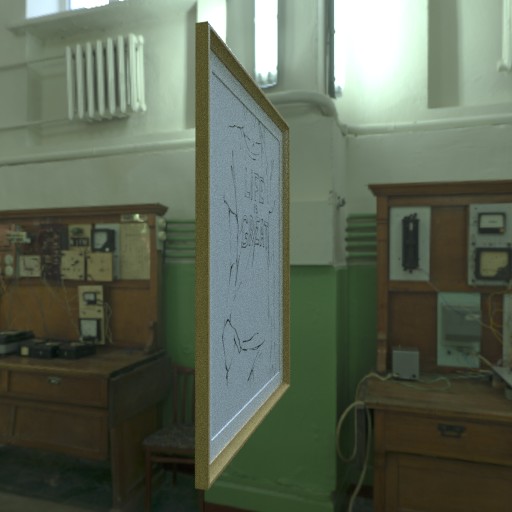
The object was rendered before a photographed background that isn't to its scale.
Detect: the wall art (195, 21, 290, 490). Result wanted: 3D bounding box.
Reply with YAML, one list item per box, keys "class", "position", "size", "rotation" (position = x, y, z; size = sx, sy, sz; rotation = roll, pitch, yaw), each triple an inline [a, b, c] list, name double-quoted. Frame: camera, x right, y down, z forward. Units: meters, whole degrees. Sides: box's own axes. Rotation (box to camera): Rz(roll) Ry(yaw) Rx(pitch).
- class: "wall art"
  position: [0.000, 0.000, 1.331]
  size: [0.030, 1.002, 0.798]
  rotation: [0, 0, 17]
